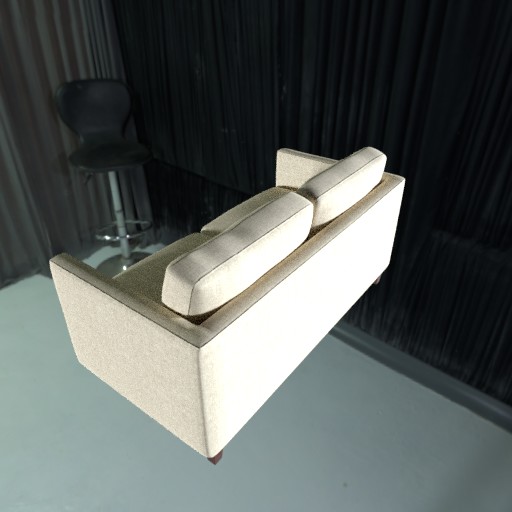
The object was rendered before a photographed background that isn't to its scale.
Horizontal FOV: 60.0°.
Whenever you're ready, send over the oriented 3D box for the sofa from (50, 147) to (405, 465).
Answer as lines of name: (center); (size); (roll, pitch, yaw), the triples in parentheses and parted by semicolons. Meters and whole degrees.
sofa: (0.000, 0.000, 2.489); (0.950, 0.963, 1.884); (22, 39, 31)
